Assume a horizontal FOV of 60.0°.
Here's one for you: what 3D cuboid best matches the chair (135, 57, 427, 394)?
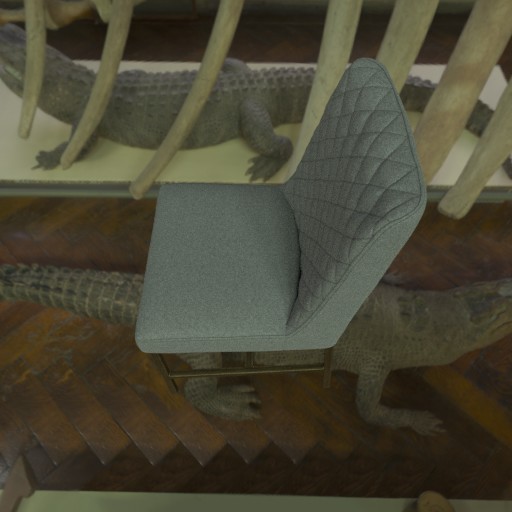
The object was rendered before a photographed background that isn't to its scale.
[{"bbox_3d":[0.000,0.000,1.190,0.587,0.889,0.508,0,56,0],"label":"chair"}]
